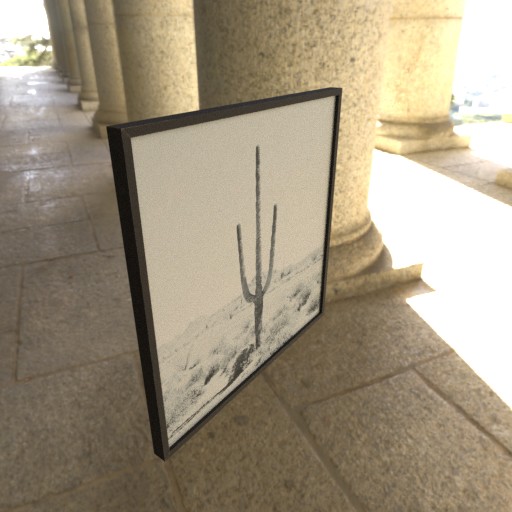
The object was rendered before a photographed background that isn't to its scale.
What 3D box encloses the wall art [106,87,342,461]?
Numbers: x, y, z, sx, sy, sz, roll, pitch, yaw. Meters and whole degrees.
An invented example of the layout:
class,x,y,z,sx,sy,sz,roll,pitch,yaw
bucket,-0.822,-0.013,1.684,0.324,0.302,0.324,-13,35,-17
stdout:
class,x,y,z,sx,sy,sz,roll,pitch,yaw
wall art,0.000,0.000,1.151,0.038,0.762,0.762,18,32,32
